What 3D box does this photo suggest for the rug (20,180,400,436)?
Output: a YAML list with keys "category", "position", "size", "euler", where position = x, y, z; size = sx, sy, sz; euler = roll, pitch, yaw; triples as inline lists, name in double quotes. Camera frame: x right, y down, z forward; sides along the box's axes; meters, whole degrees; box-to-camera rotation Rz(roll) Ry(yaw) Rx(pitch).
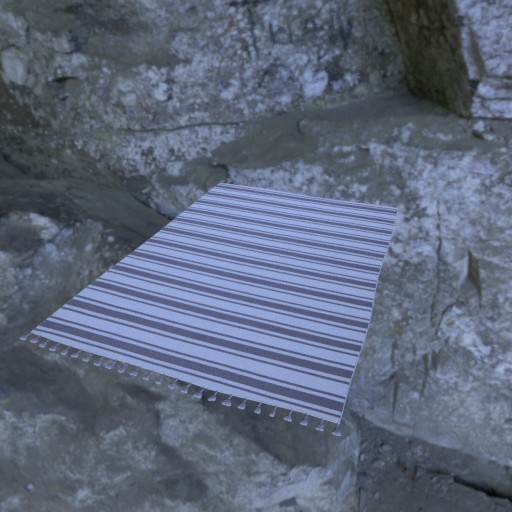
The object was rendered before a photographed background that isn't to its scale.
- category: "rug"
  position: [0.000, 0.000, 3.679]
  size: [2.030, 0.017, 3.040]
  euler: [11, 32, 18]
